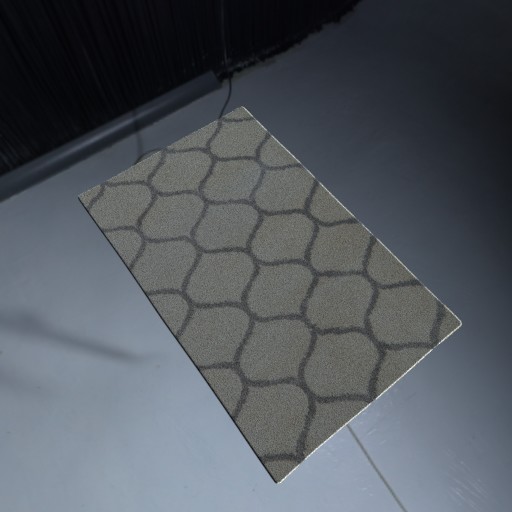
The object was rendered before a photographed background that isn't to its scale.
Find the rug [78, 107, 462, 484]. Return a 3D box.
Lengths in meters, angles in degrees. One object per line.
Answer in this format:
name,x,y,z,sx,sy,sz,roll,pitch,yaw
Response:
rug,0.000,0.000,3.018,1.501,0.024,2.348,-34,68,-16
